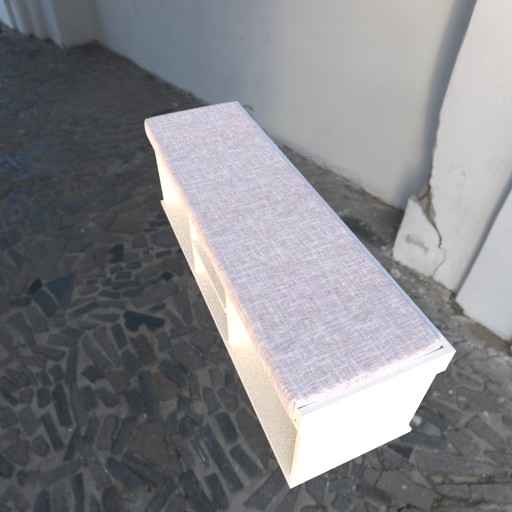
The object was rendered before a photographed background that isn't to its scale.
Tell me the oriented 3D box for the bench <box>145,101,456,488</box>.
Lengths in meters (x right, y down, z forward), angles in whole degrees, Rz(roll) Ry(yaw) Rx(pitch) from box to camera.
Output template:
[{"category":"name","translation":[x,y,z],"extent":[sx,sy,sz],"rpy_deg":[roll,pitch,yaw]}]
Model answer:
[{"category":"bench","translation":[0.000,0.000,1.377],"extent":[0.363,0.453,1.196],"rpy_deg":[-17,47,-16]}]
